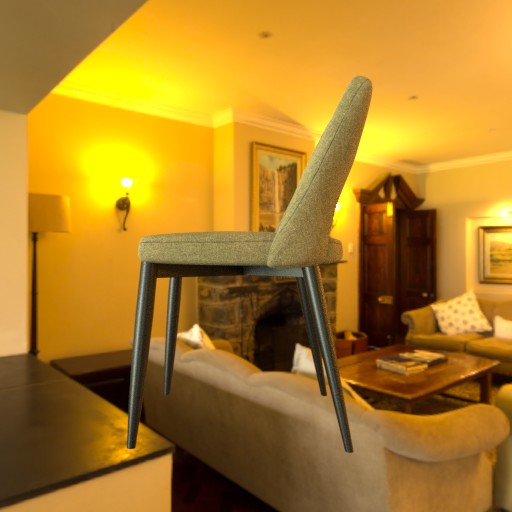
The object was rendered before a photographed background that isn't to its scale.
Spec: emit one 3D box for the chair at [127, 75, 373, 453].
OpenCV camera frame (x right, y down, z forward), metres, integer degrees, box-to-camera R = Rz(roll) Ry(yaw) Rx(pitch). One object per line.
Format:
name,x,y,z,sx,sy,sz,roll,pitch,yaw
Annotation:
chair,0.000,0.000,1.261,0.612,0.931,0.470,0,0,0
